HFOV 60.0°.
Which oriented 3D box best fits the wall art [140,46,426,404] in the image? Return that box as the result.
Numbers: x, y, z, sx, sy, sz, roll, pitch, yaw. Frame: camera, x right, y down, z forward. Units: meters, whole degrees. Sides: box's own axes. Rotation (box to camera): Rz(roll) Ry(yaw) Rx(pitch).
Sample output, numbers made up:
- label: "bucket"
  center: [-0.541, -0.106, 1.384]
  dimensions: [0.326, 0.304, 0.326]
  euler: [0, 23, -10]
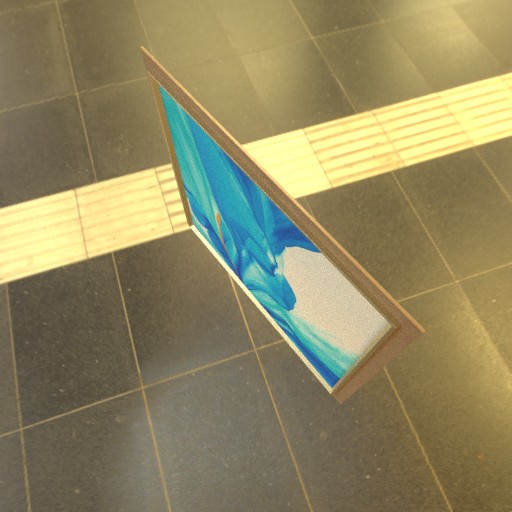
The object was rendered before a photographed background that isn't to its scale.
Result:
- label: "wall art"
  center: [0.000, 0.000, 1.651]
  dimensions: [0.025, 1.067, 1.168]
  euler: [-35, 69, -16]
